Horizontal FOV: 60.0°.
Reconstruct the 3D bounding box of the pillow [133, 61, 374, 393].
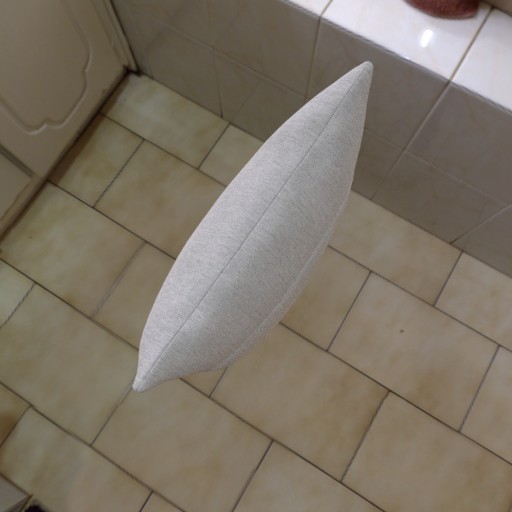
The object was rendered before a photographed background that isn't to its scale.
[{"bbox_3d":[0.000,0.000,0.670,0.173,0.436,0.433,33,78,8],"label":"pillow"}]
